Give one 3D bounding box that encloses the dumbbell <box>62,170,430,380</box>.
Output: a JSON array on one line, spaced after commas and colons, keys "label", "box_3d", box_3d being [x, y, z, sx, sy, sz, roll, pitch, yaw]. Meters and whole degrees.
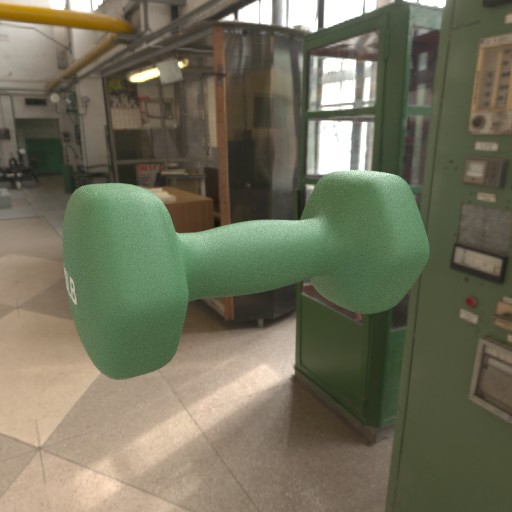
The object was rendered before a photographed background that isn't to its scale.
[{"label": "dumbbell", "box_3d": [0.000, 0.000, 0.324, 0.257, 0.114, 0.126, -9, 18, -28]}]
